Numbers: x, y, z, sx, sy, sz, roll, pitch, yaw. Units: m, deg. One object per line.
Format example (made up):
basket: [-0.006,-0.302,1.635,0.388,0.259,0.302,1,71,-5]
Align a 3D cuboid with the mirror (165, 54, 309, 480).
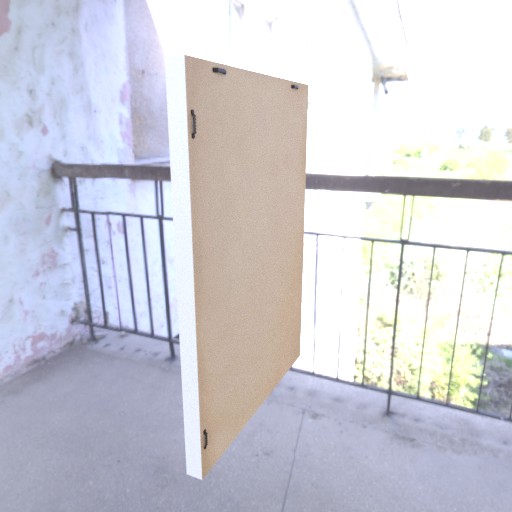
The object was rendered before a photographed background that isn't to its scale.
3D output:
mirror: [0.000,0.000,0.929,0.039,0.710,0.507,8,18,25]
